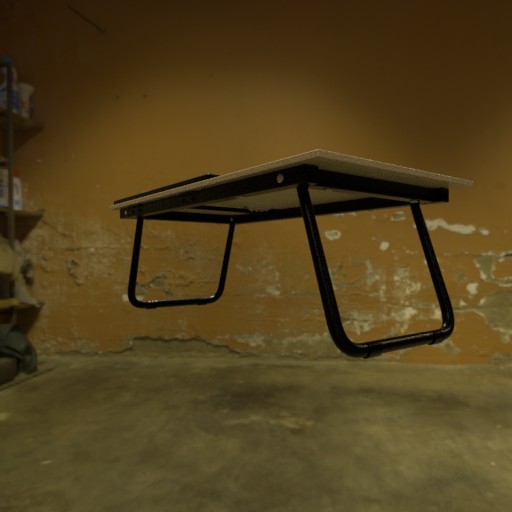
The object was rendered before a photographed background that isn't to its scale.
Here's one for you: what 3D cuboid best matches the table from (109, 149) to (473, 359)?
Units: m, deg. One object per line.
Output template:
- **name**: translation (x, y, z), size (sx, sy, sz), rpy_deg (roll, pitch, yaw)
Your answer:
- **table**: translation (0.000, 0.000, 0.813), size (0.322, 0.242, 0.644), rpy_deg (0, 0, -37)
